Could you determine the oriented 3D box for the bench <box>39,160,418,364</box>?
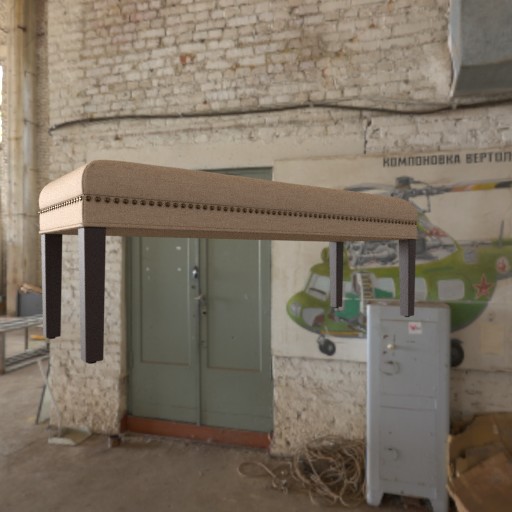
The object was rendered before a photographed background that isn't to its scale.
[{"bbox_3d":[0.000,0.000,1.446,1.219,0.457,0.410,0,0,-38],"label":"bench"}]
